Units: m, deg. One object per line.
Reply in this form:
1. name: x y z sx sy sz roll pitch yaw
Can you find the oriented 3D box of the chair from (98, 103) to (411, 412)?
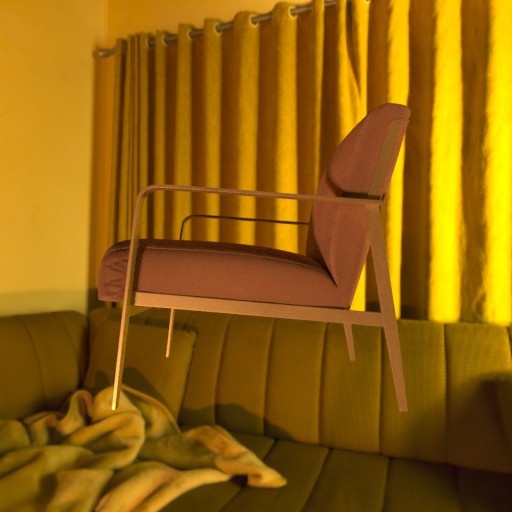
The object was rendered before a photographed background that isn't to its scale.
1. chair: 0.000 0.000 1.478 0.848 0.823 0.701 0 -1 0
